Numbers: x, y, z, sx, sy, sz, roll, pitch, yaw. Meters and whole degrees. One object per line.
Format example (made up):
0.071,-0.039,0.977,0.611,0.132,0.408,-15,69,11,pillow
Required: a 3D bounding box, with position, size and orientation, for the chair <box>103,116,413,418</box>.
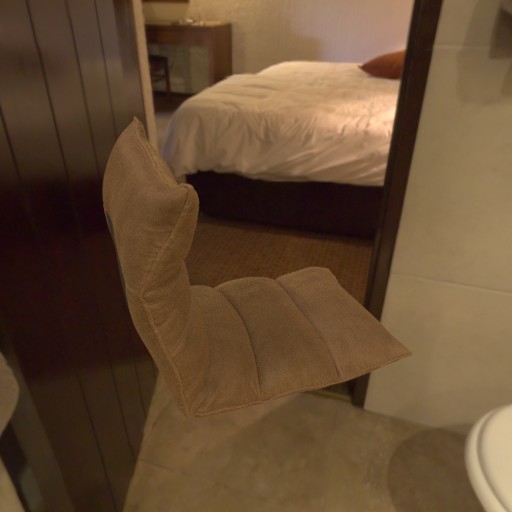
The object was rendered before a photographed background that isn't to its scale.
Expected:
0.000,0.000,1.617,0.985,0.892,0.714,-10,33,-17,chair
